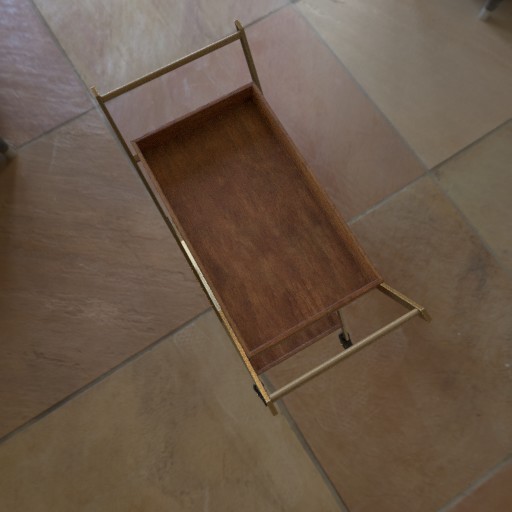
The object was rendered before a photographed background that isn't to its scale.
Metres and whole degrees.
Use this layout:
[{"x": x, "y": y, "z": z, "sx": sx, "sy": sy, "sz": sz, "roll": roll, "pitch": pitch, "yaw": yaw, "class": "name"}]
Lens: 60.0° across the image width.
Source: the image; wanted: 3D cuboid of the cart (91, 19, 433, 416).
[{"x": 0.000, "y": 0.000, "z": 1.336, "sx": 0.405, "sy": 0.869, "sz": 0.836, "roll": -29, "pitch": 77, "yaw": -7, "class": "cart"}]
